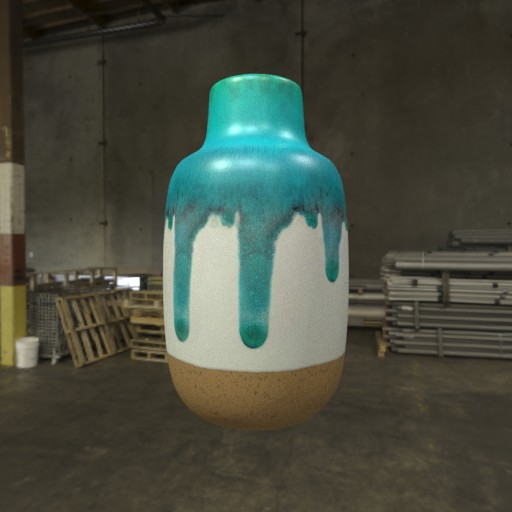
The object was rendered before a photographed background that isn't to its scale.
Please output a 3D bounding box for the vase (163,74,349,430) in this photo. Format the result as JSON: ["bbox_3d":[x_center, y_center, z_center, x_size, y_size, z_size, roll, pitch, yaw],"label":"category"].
[{"bbox_3d":[0.000,0.000,0.258,0.106,0.192,0.106,0,1,0],"label":"vase"}]
